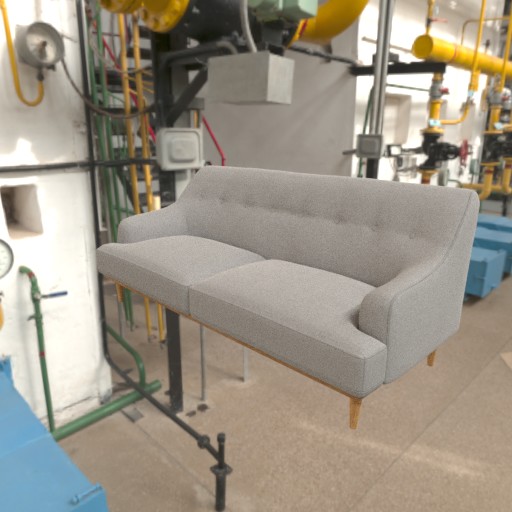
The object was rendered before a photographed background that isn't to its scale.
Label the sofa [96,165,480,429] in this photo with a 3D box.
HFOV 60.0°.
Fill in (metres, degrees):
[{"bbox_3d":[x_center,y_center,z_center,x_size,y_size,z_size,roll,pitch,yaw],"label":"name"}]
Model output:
[{"bbox_3d":[0.000,0.000,2.509,0.978,0.871,2.057,-15,22,-42],"label":"sofa"}]
